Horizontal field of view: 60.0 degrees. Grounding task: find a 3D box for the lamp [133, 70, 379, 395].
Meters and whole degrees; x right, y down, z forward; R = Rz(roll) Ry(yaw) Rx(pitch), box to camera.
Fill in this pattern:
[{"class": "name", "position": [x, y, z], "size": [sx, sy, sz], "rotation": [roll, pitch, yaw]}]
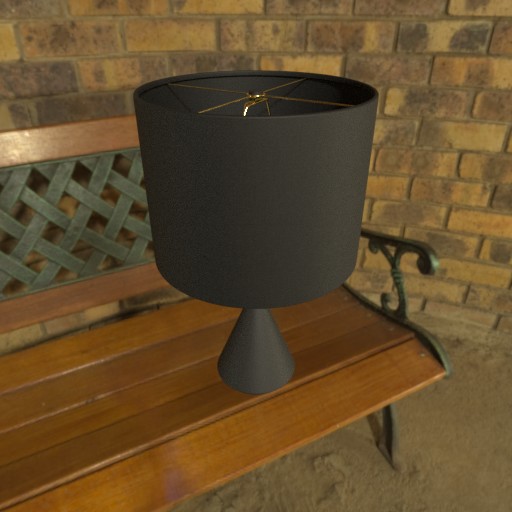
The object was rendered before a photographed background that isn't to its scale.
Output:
[{"class": "lamp", "position": [0.000, 0.000, 0.812], "size": [0.359, 0.584, 0.359], "rotation": [17, 35, 27]}]
